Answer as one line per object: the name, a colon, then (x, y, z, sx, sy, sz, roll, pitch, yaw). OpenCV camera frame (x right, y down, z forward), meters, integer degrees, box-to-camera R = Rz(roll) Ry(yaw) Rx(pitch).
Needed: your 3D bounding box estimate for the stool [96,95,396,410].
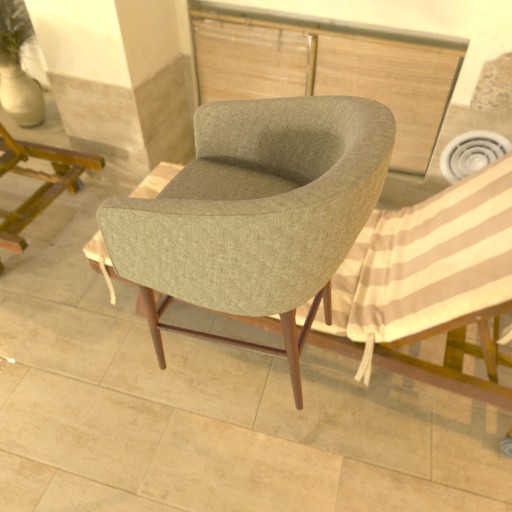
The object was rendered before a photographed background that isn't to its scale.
stool: (0.000, 0.000, 1.358, 0.635, 0.952, 0.559, 16, 48, 15)
